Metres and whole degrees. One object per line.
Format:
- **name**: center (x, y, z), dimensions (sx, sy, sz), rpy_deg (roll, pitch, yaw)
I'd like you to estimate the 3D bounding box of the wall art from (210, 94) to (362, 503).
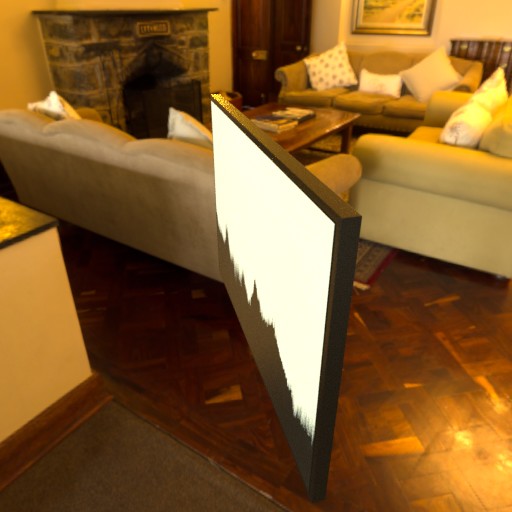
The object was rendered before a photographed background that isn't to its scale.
- **wall art**: center (0.000, 0.000, 0.798), dimensions (0.022, 0.446, 0.659), rpy_deg (-8, 31, -14)
